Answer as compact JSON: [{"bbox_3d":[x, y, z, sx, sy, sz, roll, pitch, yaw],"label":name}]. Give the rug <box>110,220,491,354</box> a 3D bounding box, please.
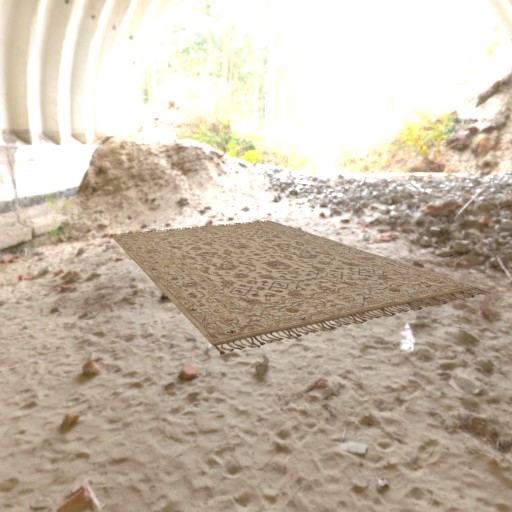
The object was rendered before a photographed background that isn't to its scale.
[{"bbox_3d":[0.000,0.000,3.016,1.529,0.027,2.434,-7,16,-26],"label":"rug"}]
